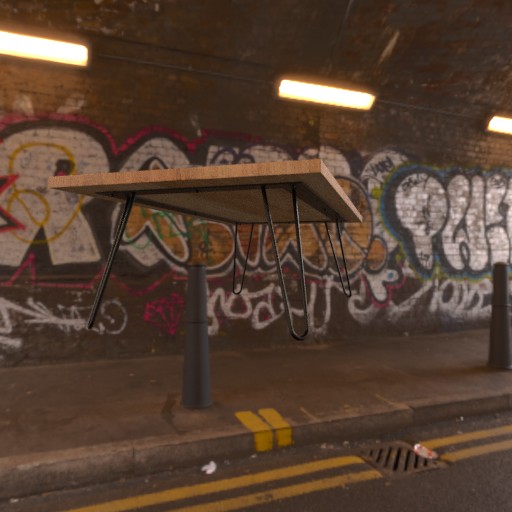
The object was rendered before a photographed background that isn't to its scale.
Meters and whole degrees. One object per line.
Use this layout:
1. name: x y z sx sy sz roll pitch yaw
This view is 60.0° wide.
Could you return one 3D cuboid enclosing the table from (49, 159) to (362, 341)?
1. table: 0.000 0.000 1.676 0.699 0.400 1.348 0 0 17
